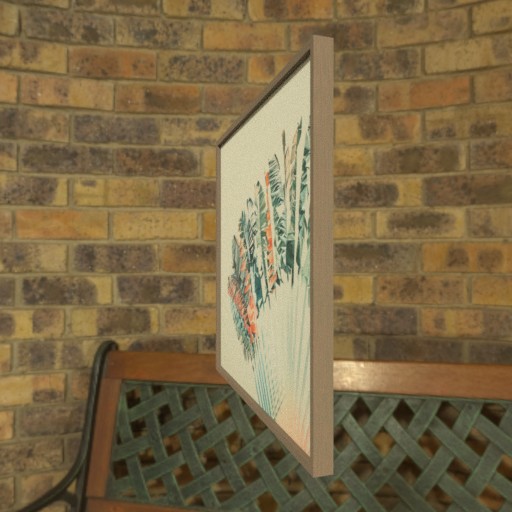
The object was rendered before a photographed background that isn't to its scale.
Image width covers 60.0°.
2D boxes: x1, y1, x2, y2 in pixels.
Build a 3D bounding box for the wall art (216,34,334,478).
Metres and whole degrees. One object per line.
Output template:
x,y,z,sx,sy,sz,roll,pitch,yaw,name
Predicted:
0.000,0.000,1.127,0.038,0.758,0.761,0,0,-18,wall art
